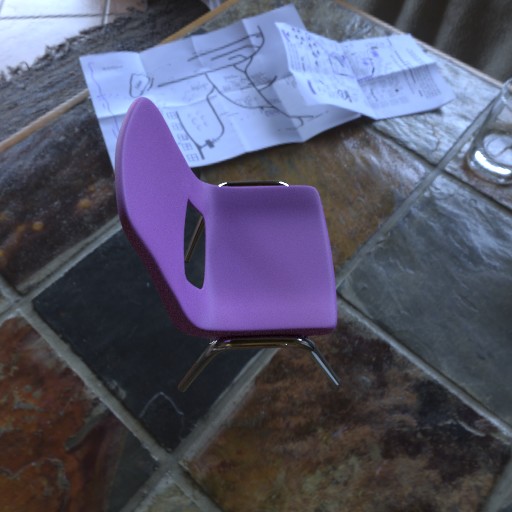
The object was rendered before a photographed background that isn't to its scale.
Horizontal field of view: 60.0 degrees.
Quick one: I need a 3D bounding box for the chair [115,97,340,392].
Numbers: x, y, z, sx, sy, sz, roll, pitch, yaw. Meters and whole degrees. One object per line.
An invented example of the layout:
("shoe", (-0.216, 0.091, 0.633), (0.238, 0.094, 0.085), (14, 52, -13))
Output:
("chair", (0.000, 0.000, 0.681), (0.301, 0.493, 0.291), (-2, 60, -1))
